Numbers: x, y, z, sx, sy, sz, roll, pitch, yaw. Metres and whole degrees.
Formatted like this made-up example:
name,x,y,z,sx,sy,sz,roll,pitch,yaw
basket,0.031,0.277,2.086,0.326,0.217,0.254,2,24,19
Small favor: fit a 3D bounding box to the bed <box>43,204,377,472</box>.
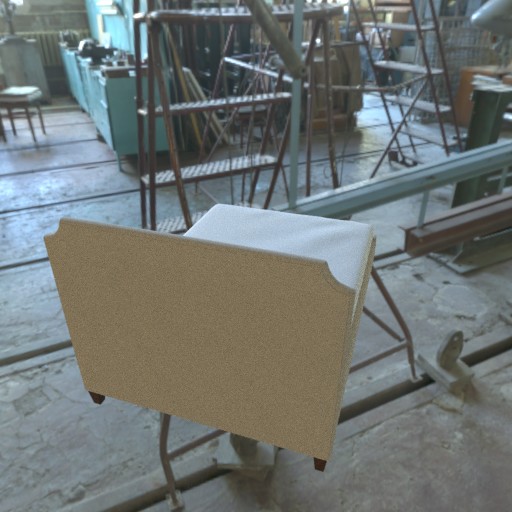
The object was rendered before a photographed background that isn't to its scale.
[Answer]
name,x,y,z,sx,sy,sz,roll,pitch,yaw
bed,0.000,0.000,3.440,1.713,1.443,2.372,10,31,16
